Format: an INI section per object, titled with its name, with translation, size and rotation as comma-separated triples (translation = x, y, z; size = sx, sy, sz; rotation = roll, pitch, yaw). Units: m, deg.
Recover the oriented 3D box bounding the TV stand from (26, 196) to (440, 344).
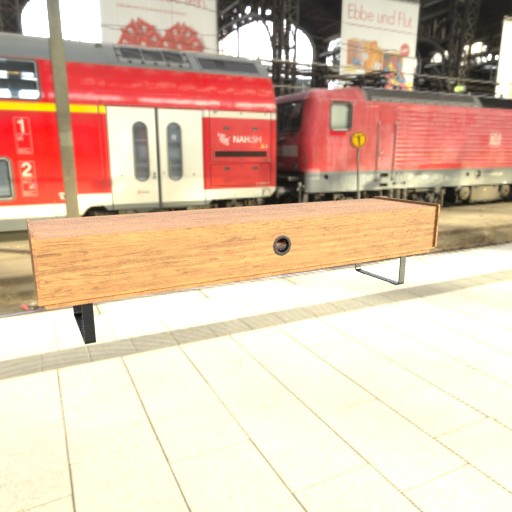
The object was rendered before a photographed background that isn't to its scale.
[TV stand]
translation = 0.000, 0.000, 1.998
size = 1.796, 0.415, 0.467
rotation = -7, 15, -27
